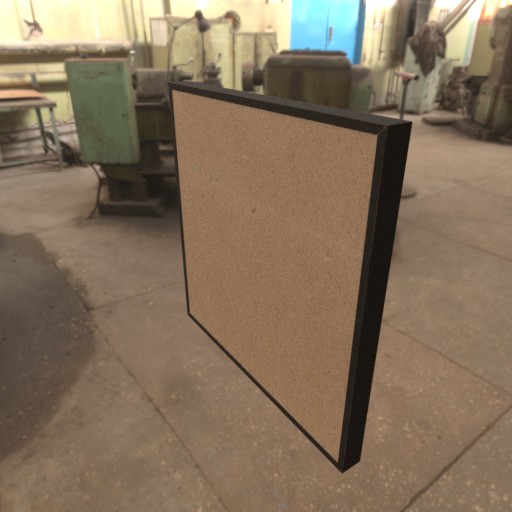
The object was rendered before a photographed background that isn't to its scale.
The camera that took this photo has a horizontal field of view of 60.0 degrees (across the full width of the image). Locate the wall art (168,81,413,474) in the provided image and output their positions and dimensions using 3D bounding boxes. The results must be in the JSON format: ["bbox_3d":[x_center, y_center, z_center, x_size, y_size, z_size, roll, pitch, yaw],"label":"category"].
[{"bbox_3d":[0.000,0.000,0.744,0.038,0.508,0.508,-17,32,-31],"label":"wall art"}]
